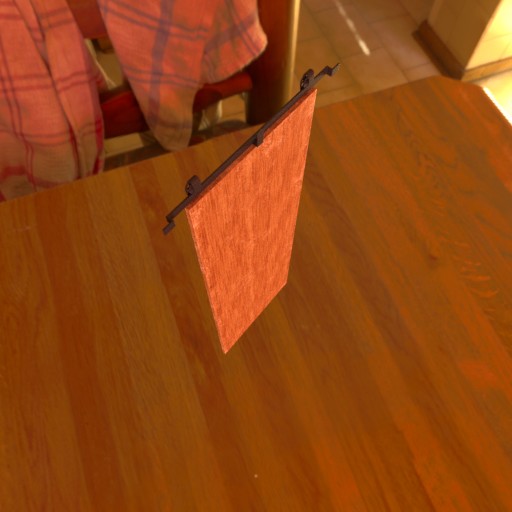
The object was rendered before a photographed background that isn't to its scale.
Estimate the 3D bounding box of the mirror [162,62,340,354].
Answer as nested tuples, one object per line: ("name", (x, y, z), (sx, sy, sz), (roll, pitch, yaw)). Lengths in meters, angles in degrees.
("mirror", (0.000, 0.000, 2.120), (0.042, 1.793, 0.847), (36, 69, 16))
